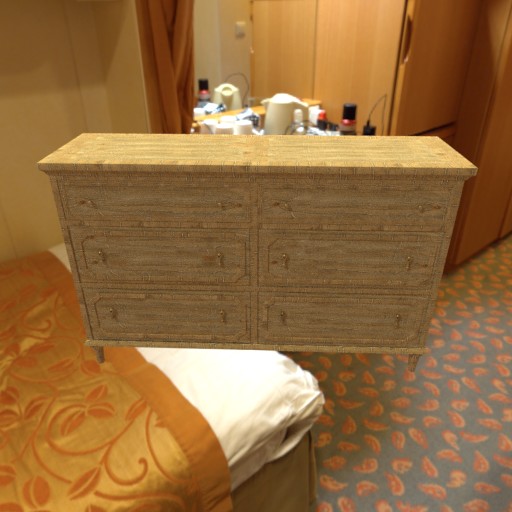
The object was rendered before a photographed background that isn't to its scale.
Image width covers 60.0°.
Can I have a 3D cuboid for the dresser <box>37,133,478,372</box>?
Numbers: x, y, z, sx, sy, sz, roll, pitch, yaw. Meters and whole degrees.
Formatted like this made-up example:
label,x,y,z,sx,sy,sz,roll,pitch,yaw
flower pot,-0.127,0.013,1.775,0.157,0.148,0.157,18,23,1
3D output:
label,x,y,z,sx,sy,sz,roll,pitch,yaw
dresser,0.000,0.000,2.078,1.626,1.016,0.457,1,29,2
